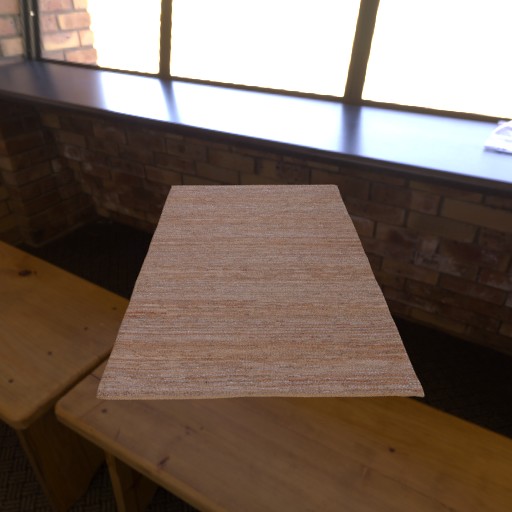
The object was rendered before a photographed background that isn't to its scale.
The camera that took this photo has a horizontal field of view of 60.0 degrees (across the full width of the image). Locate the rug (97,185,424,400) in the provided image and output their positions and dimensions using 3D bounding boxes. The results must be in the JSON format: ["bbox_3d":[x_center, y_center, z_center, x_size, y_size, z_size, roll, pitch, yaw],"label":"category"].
[{"bbox_3d":[0.000,0.000,3.068,1.529,0.009,2.446,0,32,-1],"label":"rug"}]
